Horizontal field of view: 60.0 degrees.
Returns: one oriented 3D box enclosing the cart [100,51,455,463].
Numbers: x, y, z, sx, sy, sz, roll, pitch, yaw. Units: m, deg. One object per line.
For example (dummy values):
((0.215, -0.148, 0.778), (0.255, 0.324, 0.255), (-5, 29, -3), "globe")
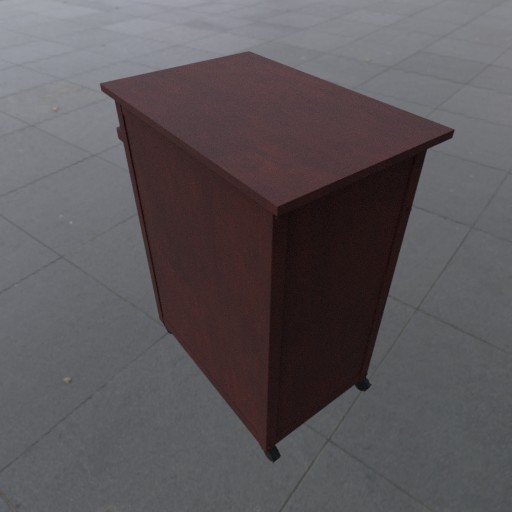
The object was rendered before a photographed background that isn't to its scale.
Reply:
((0.000, 0.000, 1.235), (0.442, 0.864, 0.683), (-26, 46, -28), "cart")
